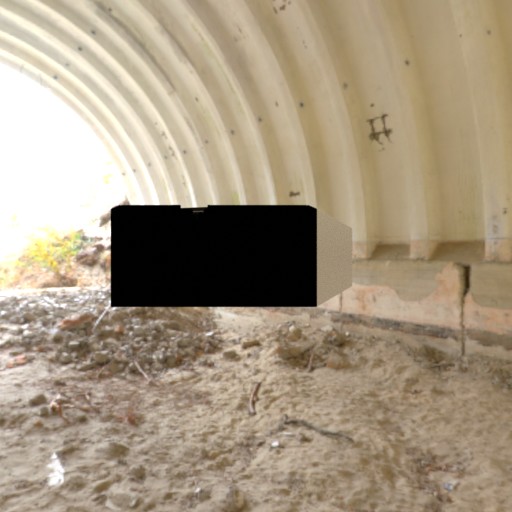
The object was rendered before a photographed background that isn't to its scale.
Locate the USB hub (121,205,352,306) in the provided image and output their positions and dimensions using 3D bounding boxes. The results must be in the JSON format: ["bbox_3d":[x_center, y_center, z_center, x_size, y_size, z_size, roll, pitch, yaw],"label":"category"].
[{"bbox_3d":[0.000,0.000,0.129,0.044,0.023,0.110,0,0,18],"label":"USB hub"}]
